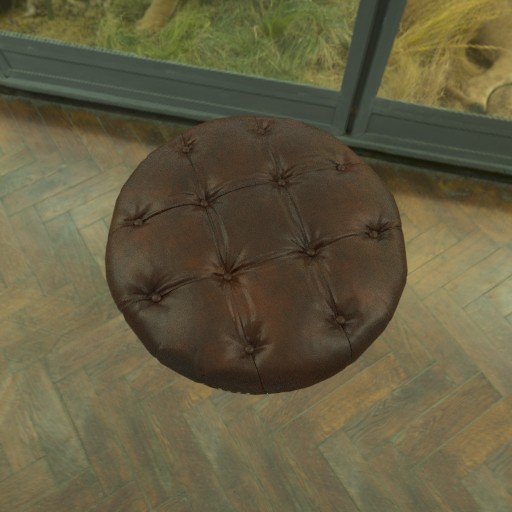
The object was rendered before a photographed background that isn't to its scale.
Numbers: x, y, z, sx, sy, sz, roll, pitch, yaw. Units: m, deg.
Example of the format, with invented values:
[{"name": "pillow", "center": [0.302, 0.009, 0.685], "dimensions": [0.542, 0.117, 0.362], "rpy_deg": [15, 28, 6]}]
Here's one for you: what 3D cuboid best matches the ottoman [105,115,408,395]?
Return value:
[{"name": "ottoman", "center": [0.000, 0.000, 1.425], "dimensions": [0.901, 0.455, 0.901], "rpy_deg": [0, 64, 0]}]
